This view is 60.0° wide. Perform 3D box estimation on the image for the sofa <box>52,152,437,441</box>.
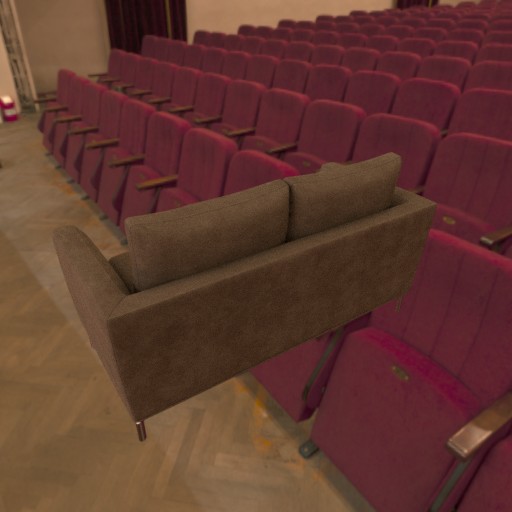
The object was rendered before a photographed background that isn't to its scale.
[{"bbox_3d":[0.000,0.000,2.389,1.832,1.013,0.855,-19,35,-29],"label":"sofa"}]
